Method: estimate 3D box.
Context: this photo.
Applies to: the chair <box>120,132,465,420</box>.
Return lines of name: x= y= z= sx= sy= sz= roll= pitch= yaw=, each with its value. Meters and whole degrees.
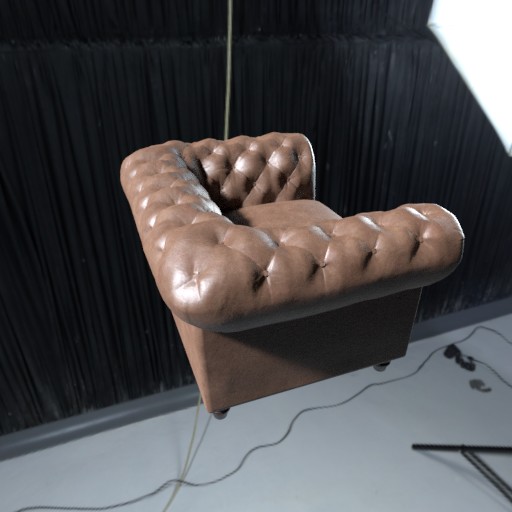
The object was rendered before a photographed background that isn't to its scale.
chair: x=0.000 y=0.000 z=1.887 sx=0.954 sy=0.784 sz=1.298 roll=-10 pitch=31 yaw=-18
